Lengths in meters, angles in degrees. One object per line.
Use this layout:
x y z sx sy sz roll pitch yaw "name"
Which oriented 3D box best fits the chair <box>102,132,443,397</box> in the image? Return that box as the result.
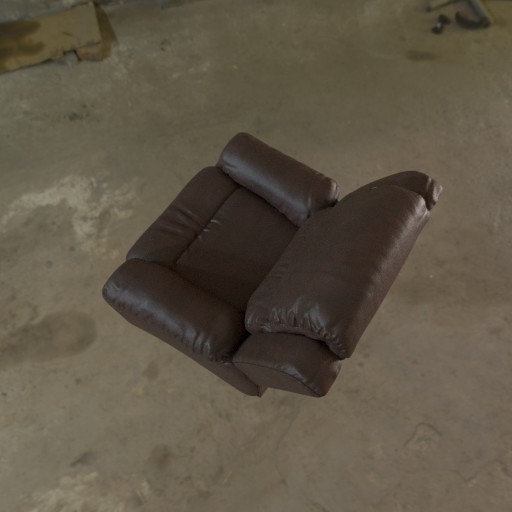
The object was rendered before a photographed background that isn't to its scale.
0.000 0.000 1.274 0.707 0.702 0.680 31 67 14 "chair"
